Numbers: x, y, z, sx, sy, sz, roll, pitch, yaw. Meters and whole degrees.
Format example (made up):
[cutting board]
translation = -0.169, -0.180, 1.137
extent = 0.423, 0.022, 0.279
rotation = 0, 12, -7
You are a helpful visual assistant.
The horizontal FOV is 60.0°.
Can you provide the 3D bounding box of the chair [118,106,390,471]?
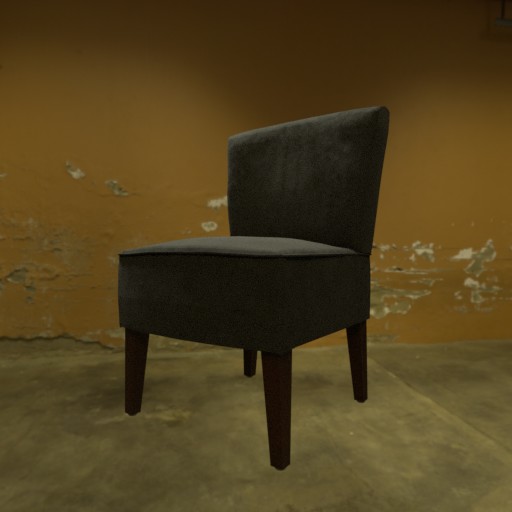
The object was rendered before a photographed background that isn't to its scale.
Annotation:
[chair]
translation = 0.000, 0.000, 1.151
extent = 0.521, 0.806, 0.554
rotation = 1, 1, 37
